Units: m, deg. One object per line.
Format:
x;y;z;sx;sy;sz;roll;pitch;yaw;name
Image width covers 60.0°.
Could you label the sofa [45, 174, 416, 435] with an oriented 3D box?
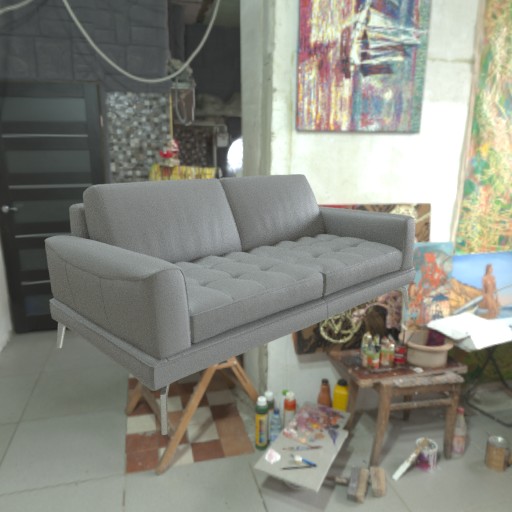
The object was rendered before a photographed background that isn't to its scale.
0.000;0.000;2.743;2.177;0.930;1.121;-12;18;-43;sofa
